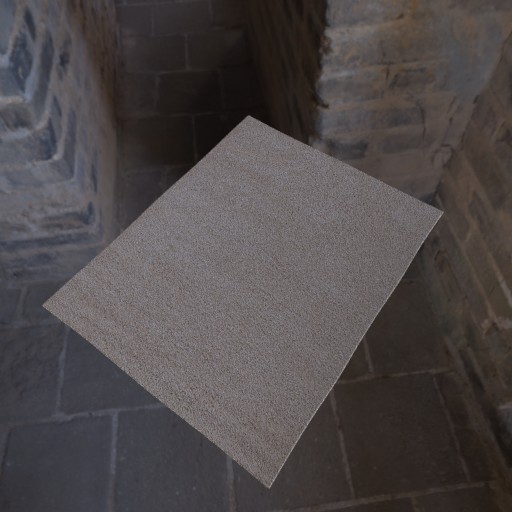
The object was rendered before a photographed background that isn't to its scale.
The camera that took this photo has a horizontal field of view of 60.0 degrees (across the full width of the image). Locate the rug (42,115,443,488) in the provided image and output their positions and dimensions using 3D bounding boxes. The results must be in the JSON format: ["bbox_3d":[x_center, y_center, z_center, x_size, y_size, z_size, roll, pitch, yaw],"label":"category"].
[{"bbox_3d":[0.000,0.000,4.113,2.400,0.026,3.000,32,63,18],"label":"rug"}]
